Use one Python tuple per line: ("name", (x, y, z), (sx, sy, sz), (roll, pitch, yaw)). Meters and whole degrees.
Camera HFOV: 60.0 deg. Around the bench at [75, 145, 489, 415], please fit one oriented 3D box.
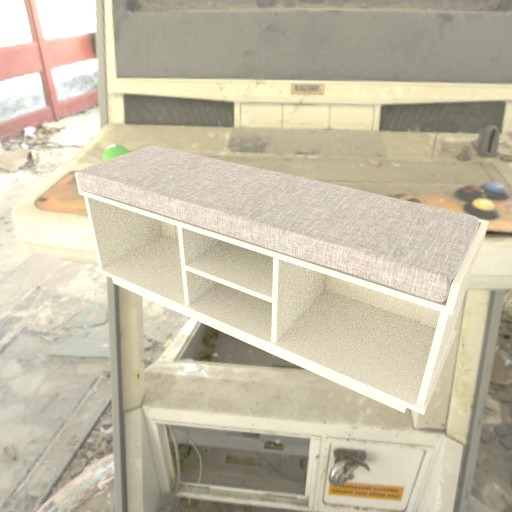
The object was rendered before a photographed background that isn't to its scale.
("bench", (0.000, 0.000, 1.395), (1.196, 0.453, 0.363), (18, 35, 28))
